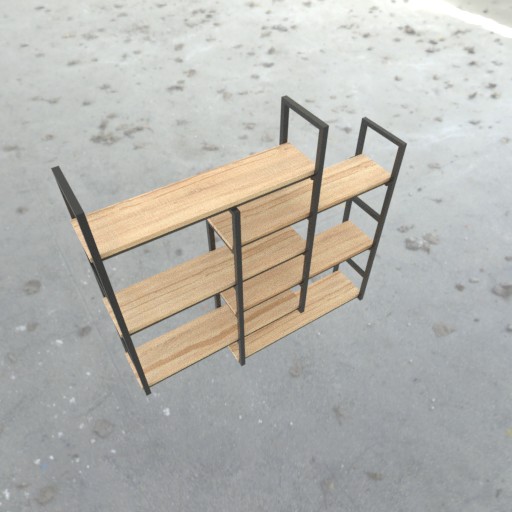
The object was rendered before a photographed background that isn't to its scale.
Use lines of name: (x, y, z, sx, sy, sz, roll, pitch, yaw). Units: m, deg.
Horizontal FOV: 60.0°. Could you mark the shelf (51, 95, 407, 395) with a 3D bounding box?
shelf: (0.000, 0.000, 1.415, 0.946, 0.921, 0.183, -25, 51, -21)
